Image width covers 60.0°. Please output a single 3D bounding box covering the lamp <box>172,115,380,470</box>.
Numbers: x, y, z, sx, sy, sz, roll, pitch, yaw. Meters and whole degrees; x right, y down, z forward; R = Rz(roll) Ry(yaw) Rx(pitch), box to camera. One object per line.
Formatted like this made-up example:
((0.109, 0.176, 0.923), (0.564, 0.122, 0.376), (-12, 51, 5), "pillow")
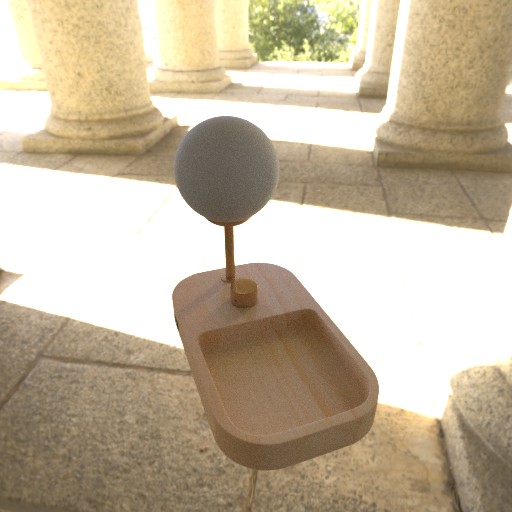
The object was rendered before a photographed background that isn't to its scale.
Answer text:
((0.000, 0.000, 0.481), (0.173, 0.253, 0.331), (-11, 32, -18), "lamp")
